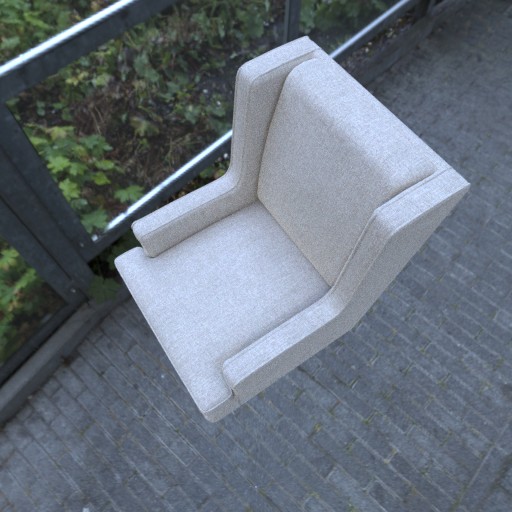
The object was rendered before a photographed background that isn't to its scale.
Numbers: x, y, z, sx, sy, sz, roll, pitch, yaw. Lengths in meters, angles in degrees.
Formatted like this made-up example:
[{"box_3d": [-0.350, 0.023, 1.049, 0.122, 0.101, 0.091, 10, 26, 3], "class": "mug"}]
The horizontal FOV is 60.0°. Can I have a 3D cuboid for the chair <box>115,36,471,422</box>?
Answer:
[{"box_3d": [0.000, 0.000, 1.713, 0.948, 1.082, 0.764, -31, 67, -15], "class": "chair"}]
